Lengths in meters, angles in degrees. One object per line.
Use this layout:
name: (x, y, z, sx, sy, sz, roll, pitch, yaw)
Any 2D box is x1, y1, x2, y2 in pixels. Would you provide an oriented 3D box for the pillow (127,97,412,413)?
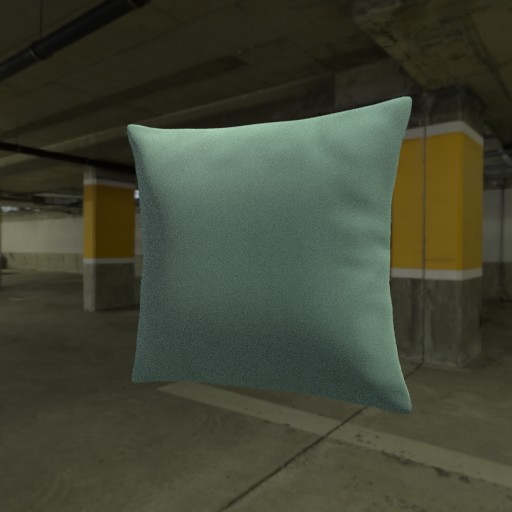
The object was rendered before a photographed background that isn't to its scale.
pillow: (0.000, 0.000, 0.790, 0.526, 0.507, 0.166, 0, 1, 19)
